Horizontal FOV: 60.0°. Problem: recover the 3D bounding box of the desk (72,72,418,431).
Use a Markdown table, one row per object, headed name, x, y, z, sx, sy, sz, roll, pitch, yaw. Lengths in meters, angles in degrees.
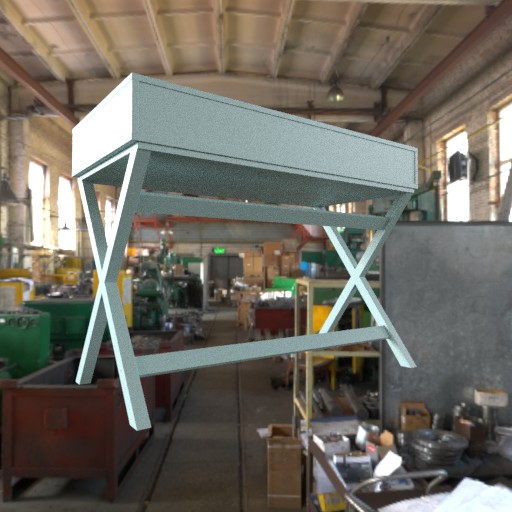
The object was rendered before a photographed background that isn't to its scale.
| name | x | y | z | sx | sy | sz | roll | pitch | yaw |
| --- | --- | --- | --- | --- | --- | --- | --- | --- | --- |
| desk | 0.000 | 0.000 | 1.483 | 1.057 | 0.780 | 0.525 | 1 | -2 | -36 |
